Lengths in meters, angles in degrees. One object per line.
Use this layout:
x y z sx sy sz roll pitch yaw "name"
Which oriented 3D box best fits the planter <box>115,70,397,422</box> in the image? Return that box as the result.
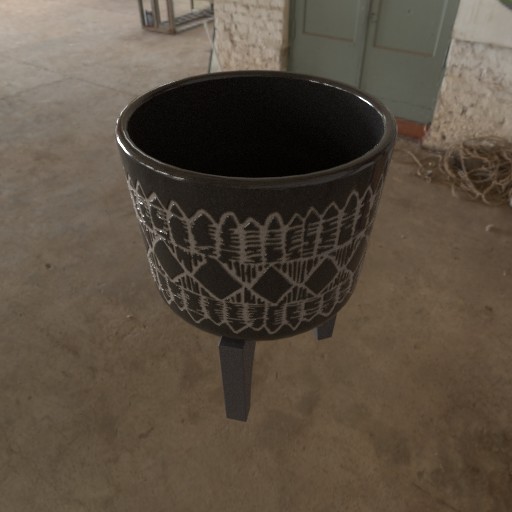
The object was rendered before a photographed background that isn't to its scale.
0.000 0.000 0.398 0.196 0.264 0.196 -11 41 -13 "planter"
